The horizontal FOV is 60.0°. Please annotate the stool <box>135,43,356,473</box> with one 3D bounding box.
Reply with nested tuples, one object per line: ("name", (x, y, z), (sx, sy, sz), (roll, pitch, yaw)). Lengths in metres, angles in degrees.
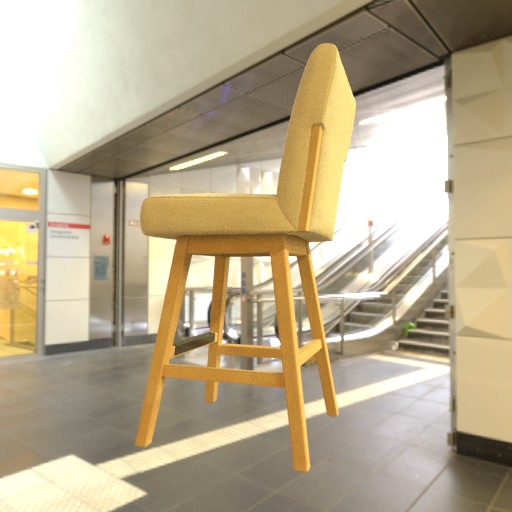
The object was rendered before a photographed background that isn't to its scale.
("stool", (0.000, 0.000, 1.302), (0.543, 1.015, 0.446), (-1, -2, 20))
